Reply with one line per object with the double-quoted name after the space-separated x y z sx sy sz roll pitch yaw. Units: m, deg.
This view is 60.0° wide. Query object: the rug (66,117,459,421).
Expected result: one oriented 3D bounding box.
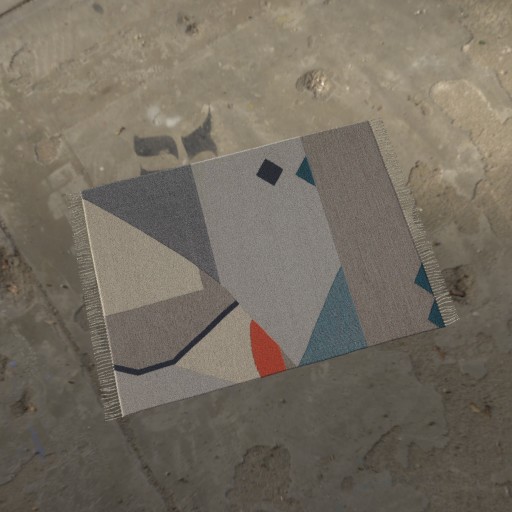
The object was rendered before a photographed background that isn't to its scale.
0.000 0.000 2.336 1.828 0.005 1.220 -15 76 -4 "rug"
